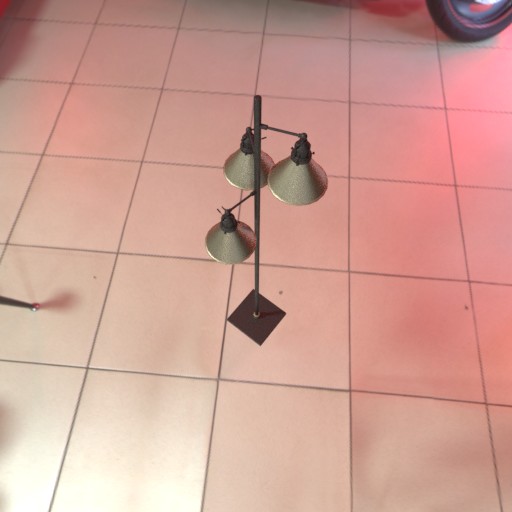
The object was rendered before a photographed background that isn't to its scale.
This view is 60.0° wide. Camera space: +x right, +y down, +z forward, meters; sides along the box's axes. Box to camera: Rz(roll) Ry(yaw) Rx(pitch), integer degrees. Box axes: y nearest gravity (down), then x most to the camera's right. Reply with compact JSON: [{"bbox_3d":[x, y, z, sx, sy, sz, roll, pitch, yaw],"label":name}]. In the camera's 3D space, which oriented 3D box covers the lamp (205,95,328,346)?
[{"bbox_3d":[0.000,0.000,1.925,0.428,1.716,0.415,35,68,17],"label":"lamp"}]
